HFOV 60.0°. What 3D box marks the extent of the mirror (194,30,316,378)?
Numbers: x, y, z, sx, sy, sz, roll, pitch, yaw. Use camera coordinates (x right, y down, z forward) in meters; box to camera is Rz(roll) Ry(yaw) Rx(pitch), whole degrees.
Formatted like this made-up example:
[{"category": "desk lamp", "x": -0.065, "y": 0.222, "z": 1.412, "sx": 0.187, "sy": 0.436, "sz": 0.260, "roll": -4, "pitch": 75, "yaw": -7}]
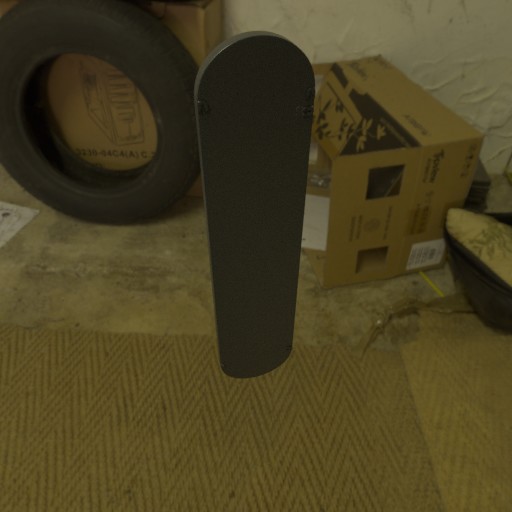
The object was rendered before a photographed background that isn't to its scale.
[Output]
[{"category": "mirror", "x": 0.000, "y": 0.000, "z": 1.066, "sx": 0.222, "sy": 0.991, "sz": 0.032, "roll": -11, "pitch": 43, "yaw": -12}]
